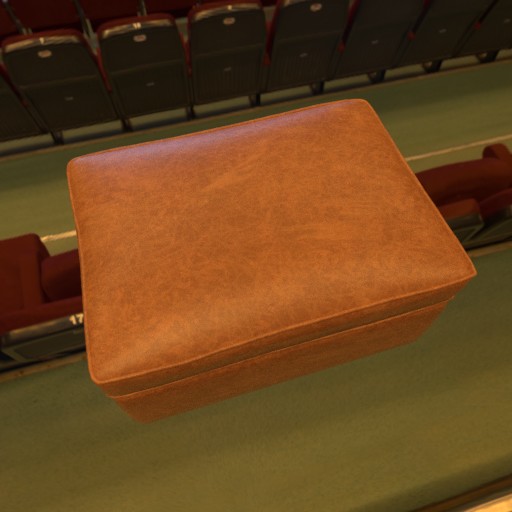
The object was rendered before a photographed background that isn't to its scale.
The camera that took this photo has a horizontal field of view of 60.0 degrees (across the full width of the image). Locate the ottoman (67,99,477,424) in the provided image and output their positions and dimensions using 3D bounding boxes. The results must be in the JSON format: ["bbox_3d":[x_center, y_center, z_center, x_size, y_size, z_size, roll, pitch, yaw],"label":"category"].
[{"bbox_3d":[0.000,0.000,1.082,0.756,0.468,0.554,-14,60,-9],"label":"ottoman"}]
